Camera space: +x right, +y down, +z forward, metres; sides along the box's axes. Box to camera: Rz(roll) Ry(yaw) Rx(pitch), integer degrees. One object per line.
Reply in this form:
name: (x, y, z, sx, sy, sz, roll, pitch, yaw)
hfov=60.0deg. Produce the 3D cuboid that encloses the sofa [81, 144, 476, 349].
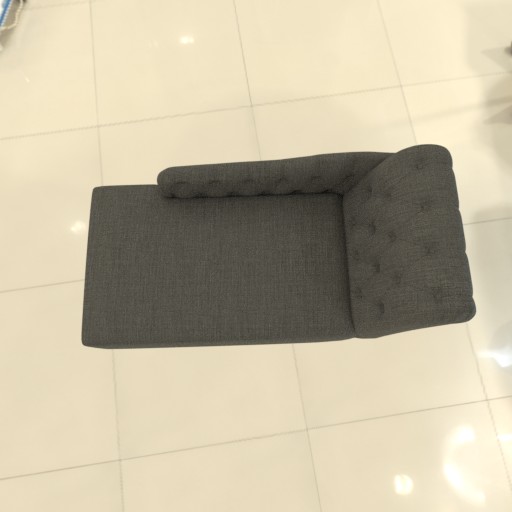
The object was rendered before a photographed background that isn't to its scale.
sofa: (0.000, 0.000, 1.781, 1.379, 0.787, 0.675, -2, 75, 0)
